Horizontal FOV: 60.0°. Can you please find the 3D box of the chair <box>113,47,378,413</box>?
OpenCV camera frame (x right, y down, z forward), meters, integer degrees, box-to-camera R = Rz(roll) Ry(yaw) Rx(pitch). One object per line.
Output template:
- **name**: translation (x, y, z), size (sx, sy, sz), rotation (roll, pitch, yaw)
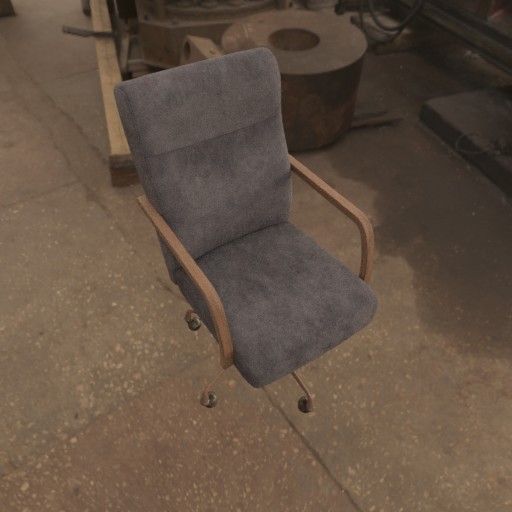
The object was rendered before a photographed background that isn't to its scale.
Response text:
- **chair**: translation (0.000, 0.000, 1.439), size (0.640, 1.029, 0.741), rotation (-25, 51, -22)
